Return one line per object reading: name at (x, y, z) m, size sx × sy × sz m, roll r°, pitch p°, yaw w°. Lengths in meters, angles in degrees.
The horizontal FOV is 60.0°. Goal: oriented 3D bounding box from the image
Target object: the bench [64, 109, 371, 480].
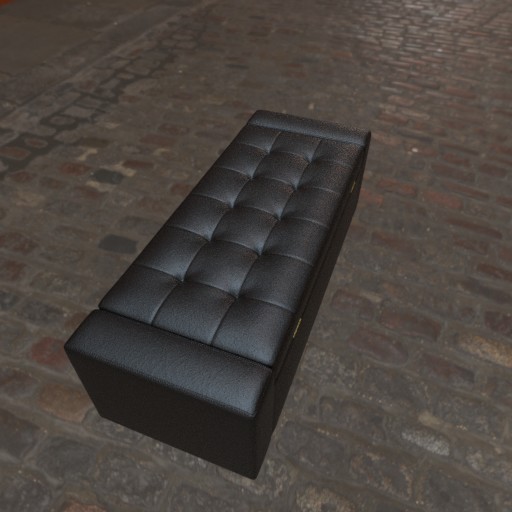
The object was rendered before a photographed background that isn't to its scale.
bench at (0.000, 0.000, 1.563) m, size 0.508 × 0.445 × 1.296 m, roll 15°, pitch 47°, yaw 15°
